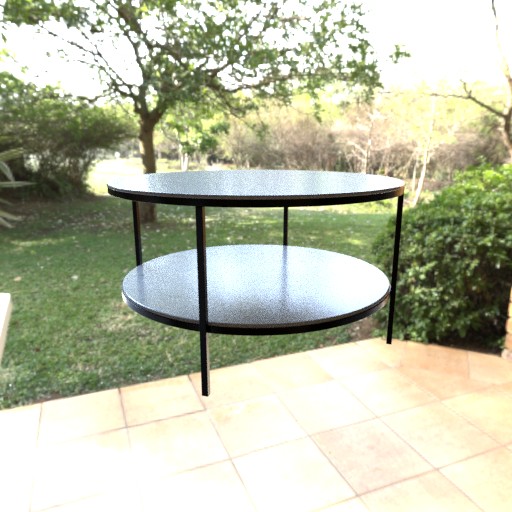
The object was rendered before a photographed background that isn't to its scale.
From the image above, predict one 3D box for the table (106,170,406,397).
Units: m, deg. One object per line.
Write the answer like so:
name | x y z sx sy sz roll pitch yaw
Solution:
table | 0.000 0.000 1.302 0.800 0.450 0.800 0 14 0
